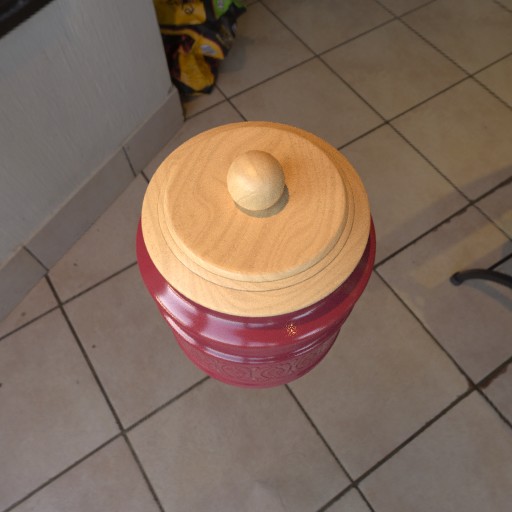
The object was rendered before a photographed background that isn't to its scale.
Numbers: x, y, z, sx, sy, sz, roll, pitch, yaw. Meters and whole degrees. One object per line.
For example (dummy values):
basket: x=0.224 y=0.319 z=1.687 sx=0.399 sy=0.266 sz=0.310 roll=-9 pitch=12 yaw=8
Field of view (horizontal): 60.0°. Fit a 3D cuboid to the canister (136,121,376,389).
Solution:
canister: x=0.000 y=0.000 z=0.267 sx=0.130 sy=0.176 sz=0.130 roll=0 pitch=63 yaw=0
